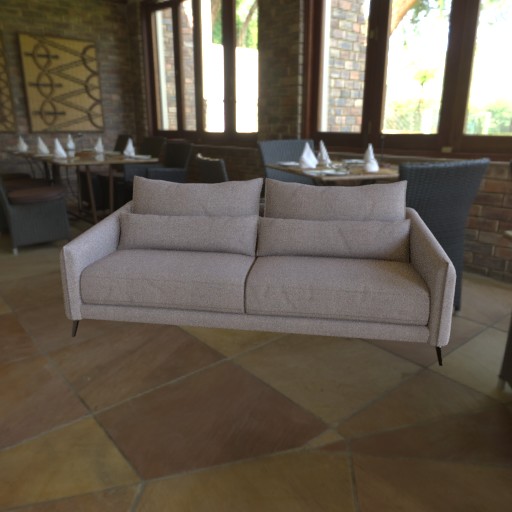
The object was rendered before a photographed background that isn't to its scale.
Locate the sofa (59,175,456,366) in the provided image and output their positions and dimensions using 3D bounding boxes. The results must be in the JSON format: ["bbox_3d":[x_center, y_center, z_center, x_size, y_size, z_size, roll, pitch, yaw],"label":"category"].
[{"bbox_3d":[0.000,0.000,2.569,2.022,0.833,0.809,3,17,9],"label":"sofa"}]
